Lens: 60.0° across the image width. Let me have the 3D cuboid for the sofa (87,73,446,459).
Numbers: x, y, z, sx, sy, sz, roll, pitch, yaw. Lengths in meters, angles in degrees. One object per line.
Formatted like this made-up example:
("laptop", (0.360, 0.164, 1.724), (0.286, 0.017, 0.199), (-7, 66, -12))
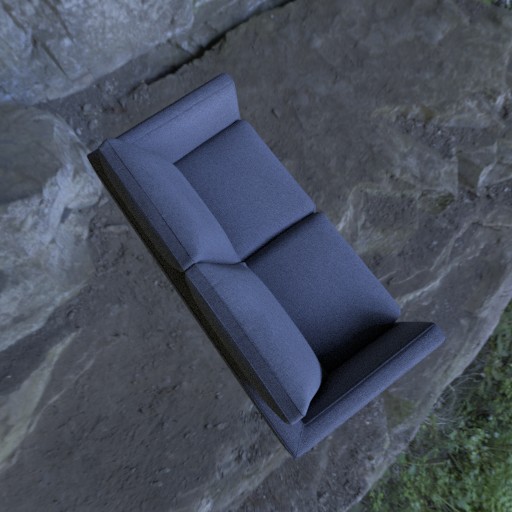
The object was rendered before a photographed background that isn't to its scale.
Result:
("sofa", (0.000, 0.000, 2.134), (0.803, 0.924, 1.594), (-35, 77, -9))
